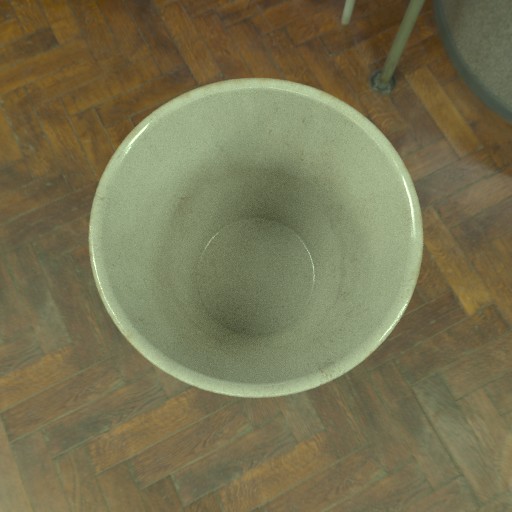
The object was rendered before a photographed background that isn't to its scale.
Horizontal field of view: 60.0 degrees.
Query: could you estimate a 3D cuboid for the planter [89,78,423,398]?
[{"bbox_3d":[0.000,0.000,0.218,0.126,0.104,0.126,0,76,0],"label":"planter"}]
